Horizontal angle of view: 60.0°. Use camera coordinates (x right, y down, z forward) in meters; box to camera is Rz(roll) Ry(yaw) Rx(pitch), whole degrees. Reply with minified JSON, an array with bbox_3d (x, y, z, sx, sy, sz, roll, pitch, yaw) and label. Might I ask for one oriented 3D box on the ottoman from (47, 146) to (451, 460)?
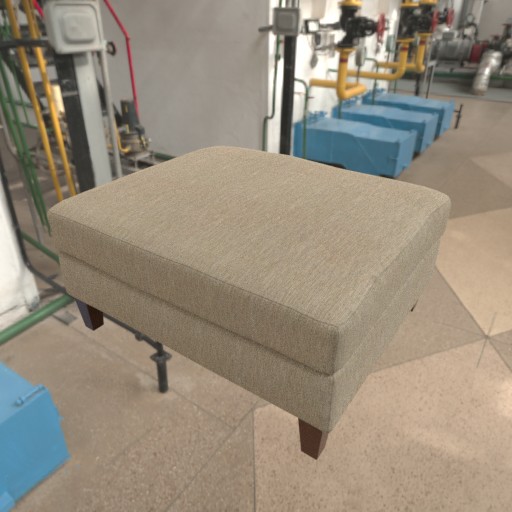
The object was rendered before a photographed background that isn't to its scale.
[{"bbox_3d":[0.000,0.000,1.451,0.976,0.492,0.836,19,35,30],"label":"ottoman"}]
